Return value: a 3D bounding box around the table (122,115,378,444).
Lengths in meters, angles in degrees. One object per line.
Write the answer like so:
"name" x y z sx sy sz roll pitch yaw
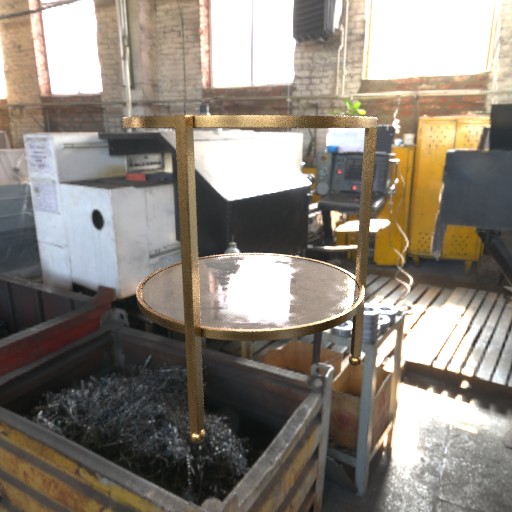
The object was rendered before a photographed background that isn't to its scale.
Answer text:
"table" 0.000 0.000 0.455 0.243 0.269 0.231 -2 16 -8
